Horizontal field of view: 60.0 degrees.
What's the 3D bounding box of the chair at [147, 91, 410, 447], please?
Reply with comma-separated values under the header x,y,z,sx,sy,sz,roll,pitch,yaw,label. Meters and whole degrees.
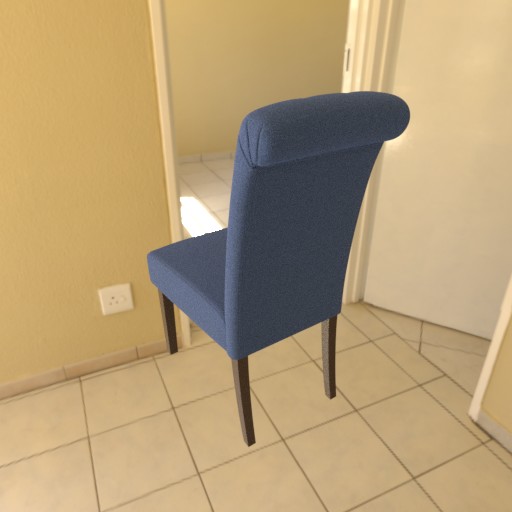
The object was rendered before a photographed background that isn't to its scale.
x,y,z,sx,sy,sz,roll,pitch,yaw,label
0.000,0.000,1.352,0.456,1.006,0.671,-18,34,-30,chair
